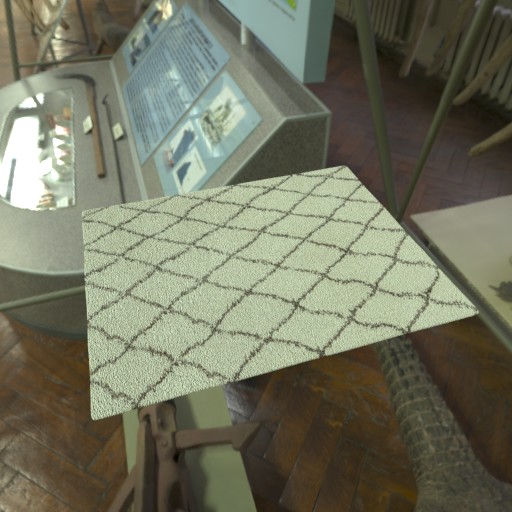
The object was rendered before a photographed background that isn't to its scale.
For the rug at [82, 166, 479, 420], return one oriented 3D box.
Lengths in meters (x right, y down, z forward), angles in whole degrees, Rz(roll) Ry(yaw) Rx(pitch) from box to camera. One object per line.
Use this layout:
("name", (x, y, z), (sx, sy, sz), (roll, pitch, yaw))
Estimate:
("rug", (0.000, 0.000, 4.117), (3.047, 0.029, 2.438), (-12, 43, -13))
